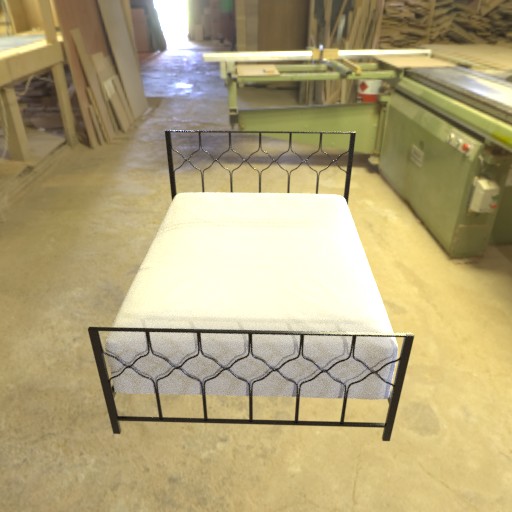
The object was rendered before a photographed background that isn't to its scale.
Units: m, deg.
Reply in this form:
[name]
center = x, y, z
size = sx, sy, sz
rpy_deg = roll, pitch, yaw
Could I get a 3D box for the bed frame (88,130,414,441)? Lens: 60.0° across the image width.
[bed frame]
center = 0.000, 0.000, 3.140
size = 1.597, 1.222, 2.063
rpy_deg = 1, 30, 2
